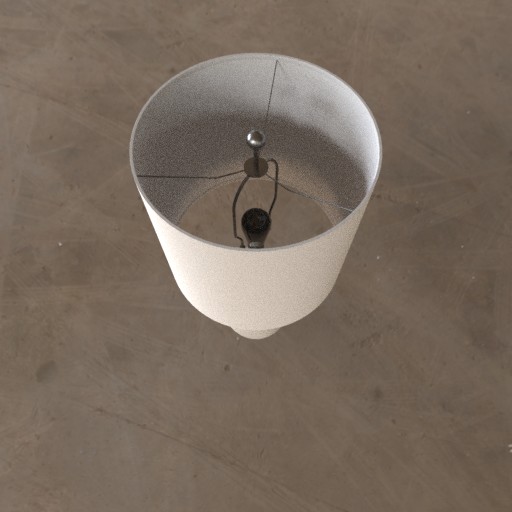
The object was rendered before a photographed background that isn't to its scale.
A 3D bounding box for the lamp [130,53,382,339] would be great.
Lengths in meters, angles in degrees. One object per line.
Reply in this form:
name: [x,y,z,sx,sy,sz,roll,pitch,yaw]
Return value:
lamp: [0.000,0.000,0.581,0.214,0.466,0.214,38,70,17]
